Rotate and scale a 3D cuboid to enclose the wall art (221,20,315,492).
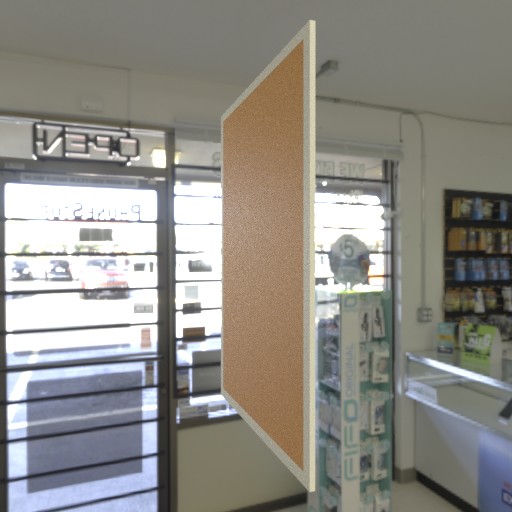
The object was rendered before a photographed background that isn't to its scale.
[{"bbox_3d":[0.000,0.000,1.193,0.013,0.940,0.659,0,0,-20],"label":"wall art"}]
